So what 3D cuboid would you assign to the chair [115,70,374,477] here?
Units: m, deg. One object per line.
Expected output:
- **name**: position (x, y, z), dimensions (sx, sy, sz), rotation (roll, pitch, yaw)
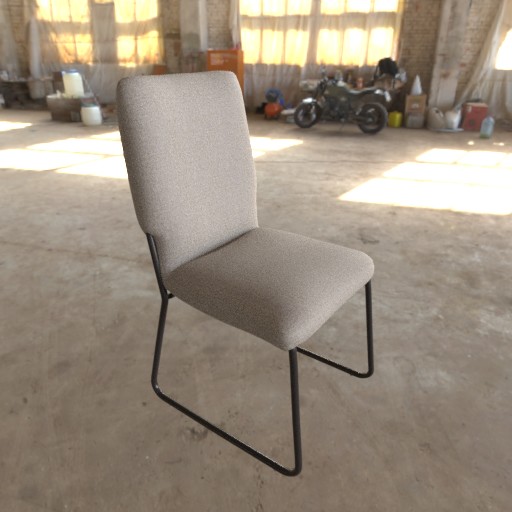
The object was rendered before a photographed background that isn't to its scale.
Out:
- **chair**: position (0.000, 0.000, 1.150), dimensions (0.560, 0.864, 0.448), rotation (17, 30, 32)
